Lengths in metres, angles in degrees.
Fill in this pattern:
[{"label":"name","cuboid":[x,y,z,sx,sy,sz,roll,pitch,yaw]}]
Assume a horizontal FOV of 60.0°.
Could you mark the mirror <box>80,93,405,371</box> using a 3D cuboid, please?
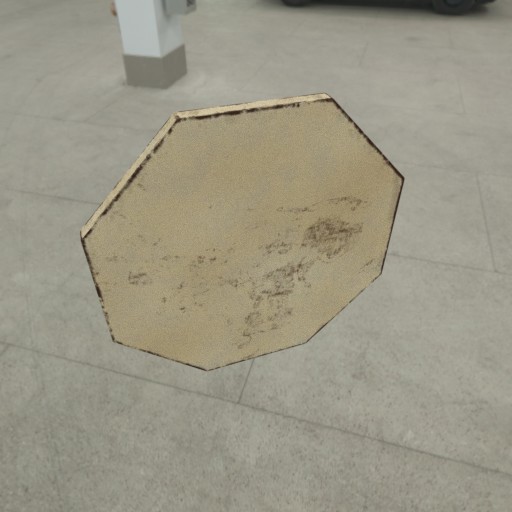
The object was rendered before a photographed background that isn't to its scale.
[{"label":"mirror","cuboid":[0.000,0.000,0.938,0.648,0.648,0.031,-13,41,-15]}]
